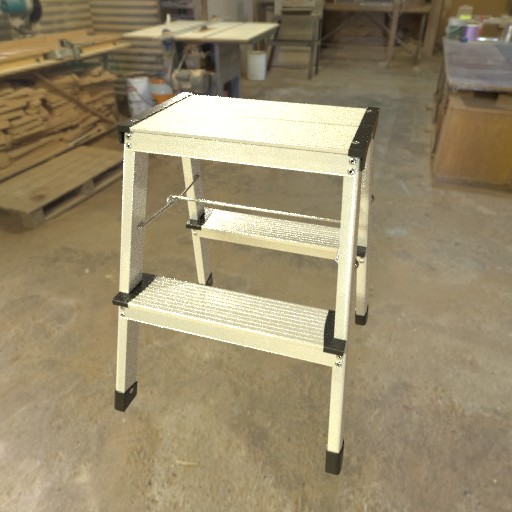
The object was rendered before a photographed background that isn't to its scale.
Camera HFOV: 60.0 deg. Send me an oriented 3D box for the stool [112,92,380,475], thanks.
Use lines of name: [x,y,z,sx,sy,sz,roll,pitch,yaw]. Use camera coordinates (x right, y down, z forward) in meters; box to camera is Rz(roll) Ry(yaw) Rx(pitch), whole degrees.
stool: [0.000,0.000,0.766,0.404,0.480,0.405,10,34,15]
